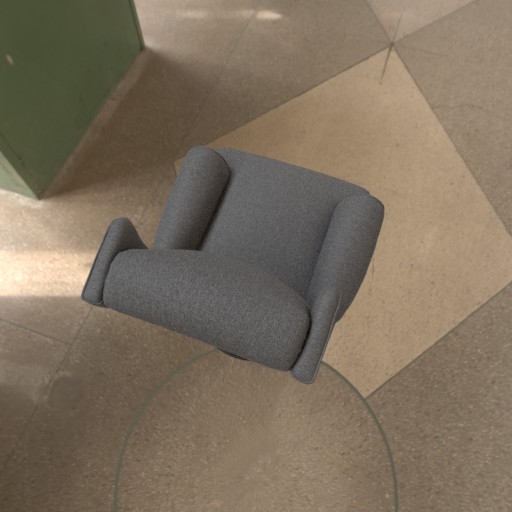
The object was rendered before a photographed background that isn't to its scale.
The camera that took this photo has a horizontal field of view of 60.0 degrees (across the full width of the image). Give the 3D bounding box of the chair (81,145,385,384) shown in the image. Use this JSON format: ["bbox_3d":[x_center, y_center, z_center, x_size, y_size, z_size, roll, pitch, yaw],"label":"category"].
[{"bbox_3d":[0.000,0.000,1.723,0.847,1.011,0.969,18,65,9],"label":"chair"}]
